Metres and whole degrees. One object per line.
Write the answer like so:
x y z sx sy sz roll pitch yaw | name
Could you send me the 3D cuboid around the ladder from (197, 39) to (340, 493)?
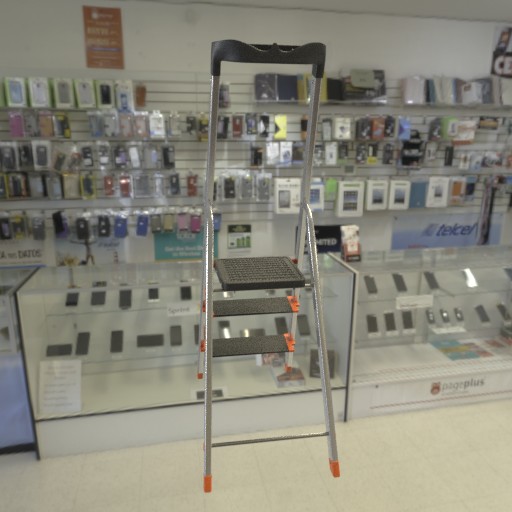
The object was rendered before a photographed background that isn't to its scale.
0.000 0.000 1.489 0.416 1.229 0.686 -2 15 -9 | ladder
